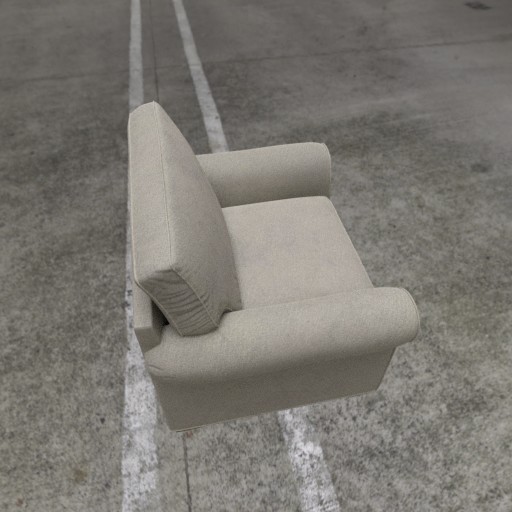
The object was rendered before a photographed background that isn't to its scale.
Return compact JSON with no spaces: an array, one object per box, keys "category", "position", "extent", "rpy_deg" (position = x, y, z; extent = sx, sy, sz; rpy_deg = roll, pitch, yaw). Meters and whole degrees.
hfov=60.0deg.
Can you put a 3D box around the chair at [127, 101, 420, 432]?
[{"category":"chair","position":[0.000,0.000,1.887],"extent":[0.939,1.044,1.147],"rpy_deg":[-9,47,-8]}]
